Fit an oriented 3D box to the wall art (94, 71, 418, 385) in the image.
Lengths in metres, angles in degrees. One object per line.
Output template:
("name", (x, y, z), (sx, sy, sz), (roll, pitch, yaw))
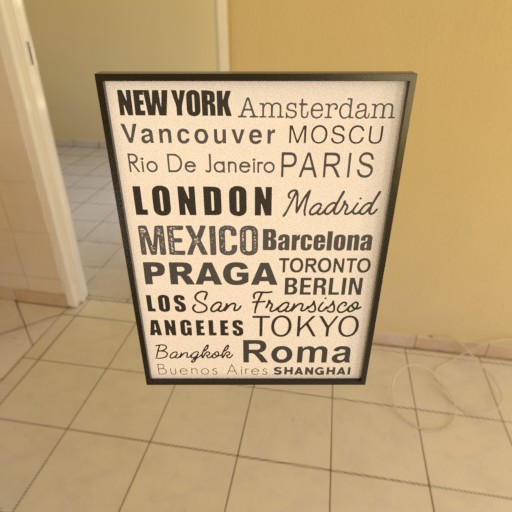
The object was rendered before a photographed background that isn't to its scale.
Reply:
("wall art", (0.000, 0.000, 1.357), (0.788, 1.046, 0.043), (0, 30, 0))
